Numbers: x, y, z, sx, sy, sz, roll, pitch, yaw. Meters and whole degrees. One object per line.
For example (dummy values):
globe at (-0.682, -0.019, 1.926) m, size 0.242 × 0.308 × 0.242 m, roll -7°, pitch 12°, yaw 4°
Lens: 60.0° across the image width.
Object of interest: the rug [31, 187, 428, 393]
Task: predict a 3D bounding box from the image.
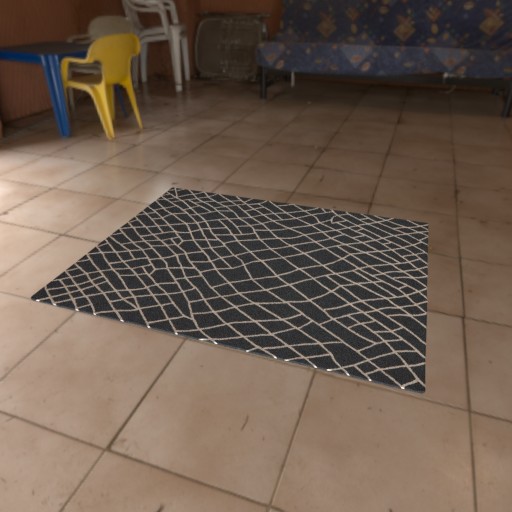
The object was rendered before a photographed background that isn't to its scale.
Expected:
rug at (0.000, 0.000, 4.143) m, size 3.047 × 0.022 × 2.439 m, roll 10°, pitch 33°, yaw 16°
